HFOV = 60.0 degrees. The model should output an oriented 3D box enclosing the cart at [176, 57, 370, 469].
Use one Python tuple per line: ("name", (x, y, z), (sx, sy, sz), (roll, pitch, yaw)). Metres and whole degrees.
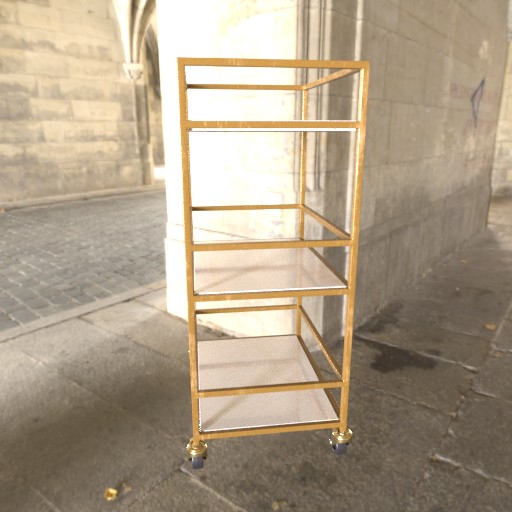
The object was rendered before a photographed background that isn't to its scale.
("cart", (0.000, 0.000, 1.006), (0.332, 0.761, 0.483), (-2, 16, -8))
